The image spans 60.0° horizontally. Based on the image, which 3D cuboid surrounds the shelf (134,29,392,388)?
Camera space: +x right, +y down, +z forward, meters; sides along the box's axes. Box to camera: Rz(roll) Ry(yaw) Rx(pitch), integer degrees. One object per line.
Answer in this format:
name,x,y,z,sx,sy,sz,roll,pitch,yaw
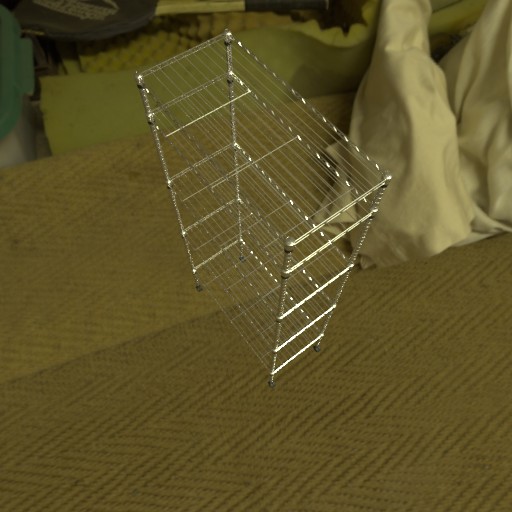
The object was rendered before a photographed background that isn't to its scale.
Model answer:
shelf,0.000,0.000,1.932,0.356,1.587,0.762,-34,67,-16
